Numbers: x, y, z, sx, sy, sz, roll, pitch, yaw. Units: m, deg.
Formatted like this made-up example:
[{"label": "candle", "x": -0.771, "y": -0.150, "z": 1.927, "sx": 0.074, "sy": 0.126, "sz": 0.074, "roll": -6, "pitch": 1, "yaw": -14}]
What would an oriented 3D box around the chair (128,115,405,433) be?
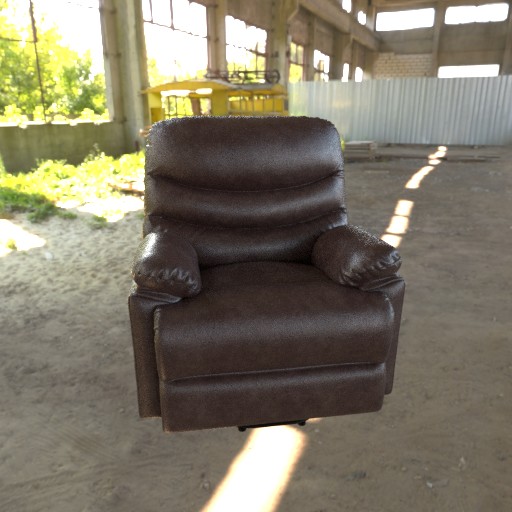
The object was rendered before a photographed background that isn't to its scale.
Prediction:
[{"label": "chair", "x": 0.000, "y": 0.000, "z": 1.724, "sx": 0.940, "sy": 1.041, "sz": 0.879, "roll": -3, "pitch": 18, "yaw": -8}]
